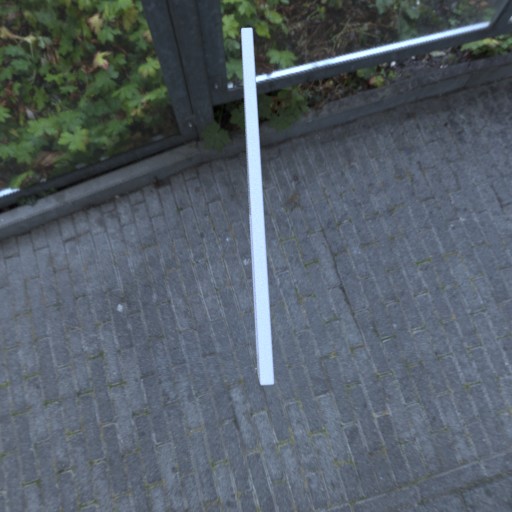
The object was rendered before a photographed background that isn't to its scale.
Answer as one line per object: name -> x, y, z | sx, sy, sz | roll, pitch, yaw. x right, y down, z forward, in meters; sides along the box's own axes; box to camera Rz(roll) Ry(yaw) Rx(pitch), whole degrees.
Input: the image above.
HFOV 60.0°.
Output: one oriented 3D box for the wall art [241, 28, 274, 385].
wall art -> 0.000, 0.000, 0.617 | 0.011, 0.482, 0.329 | -3, 76, -1
